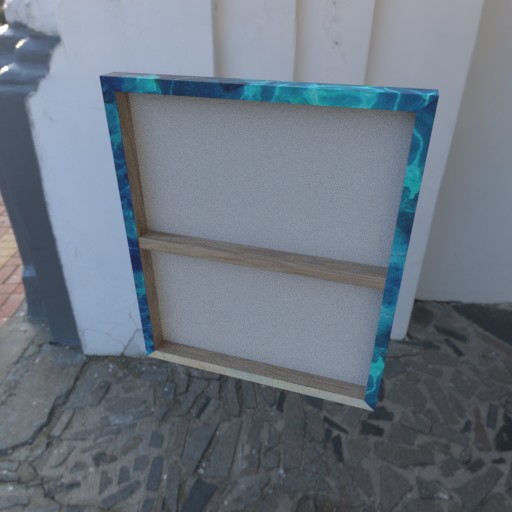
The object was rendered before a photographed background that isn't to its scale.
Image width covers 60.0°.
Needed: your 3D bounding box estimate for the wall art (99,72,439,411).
[{"bbox_3d":[0.000,0.000,0.686,0.432,0.508,0.038,9,32,15],"label":"wall art"}]
